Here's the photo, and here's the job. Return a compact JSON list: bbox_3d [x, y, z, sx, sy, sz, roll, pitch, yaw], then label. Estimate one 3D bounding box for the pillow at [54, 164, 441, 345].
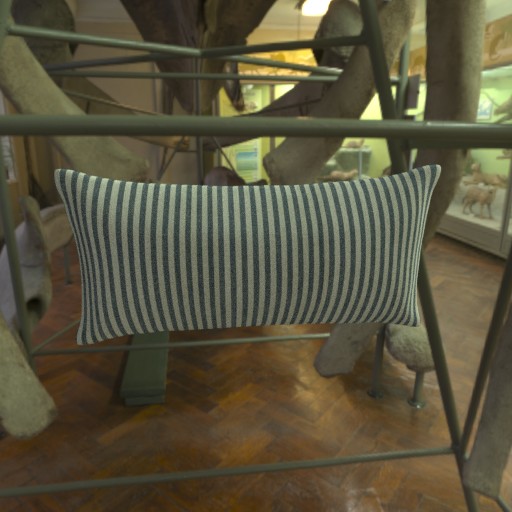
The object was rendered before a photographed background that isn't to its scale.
[{"bbox_3d":[0.000,0.000,0.742,0.617,0.295,0.151,-2,16,-6],"label":"pillow"}]
